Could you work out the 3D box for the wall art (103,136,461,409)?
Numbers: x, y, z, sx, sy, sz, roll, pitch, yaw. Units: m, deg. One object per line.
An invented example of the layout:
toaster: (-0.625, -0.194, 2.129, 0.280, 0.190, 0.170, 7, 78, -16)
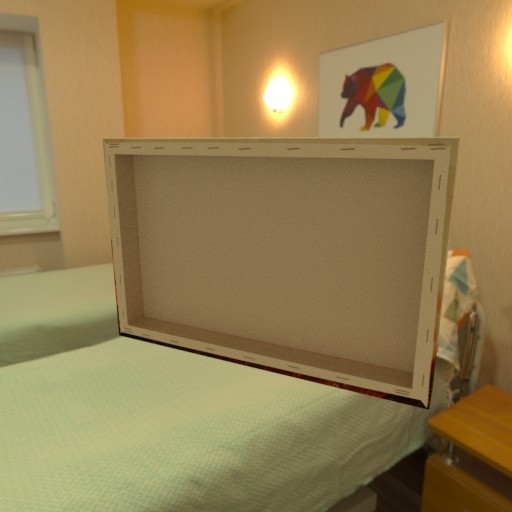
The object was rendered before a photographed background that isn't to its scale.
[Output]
wall art: (0.000, 0.000, 0.486, 0.383, 0.251, 0.037, 7, 16, 25)
